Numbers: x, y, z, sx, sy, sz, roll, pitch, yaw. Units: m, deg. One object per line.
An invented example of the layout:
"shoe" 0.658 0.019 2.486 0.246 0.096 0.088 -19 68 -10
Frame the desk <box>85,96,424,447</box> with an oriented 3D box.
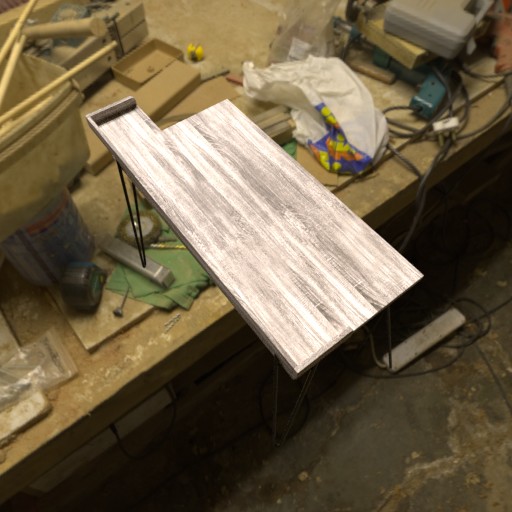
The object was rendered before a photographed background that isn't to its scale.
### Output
"desk" 0.000 0.000 1.635 0.605 0.899 1.135 -33 63 -19
